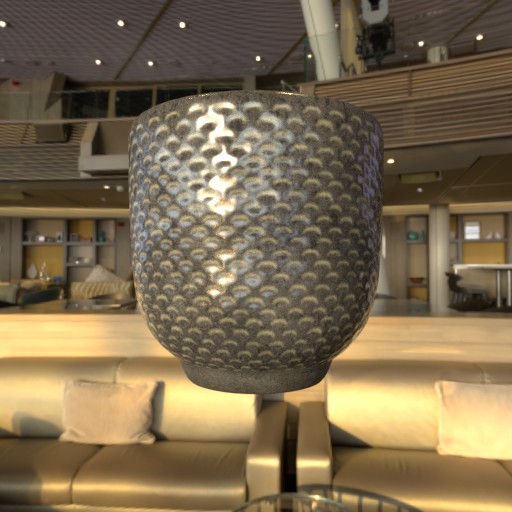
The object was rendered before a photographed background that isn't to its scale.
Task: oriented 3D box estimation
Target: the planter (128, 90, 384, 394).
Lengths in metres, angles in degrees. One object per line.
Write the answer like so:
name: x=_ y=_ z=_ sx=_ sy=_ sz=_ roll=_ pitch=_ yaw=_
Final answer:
planter: x=0.000 y=0.000 z=0.353 sx=0.197 sy=0.191 sz=0.197 roll=0 pitch=-1 yaw=0
